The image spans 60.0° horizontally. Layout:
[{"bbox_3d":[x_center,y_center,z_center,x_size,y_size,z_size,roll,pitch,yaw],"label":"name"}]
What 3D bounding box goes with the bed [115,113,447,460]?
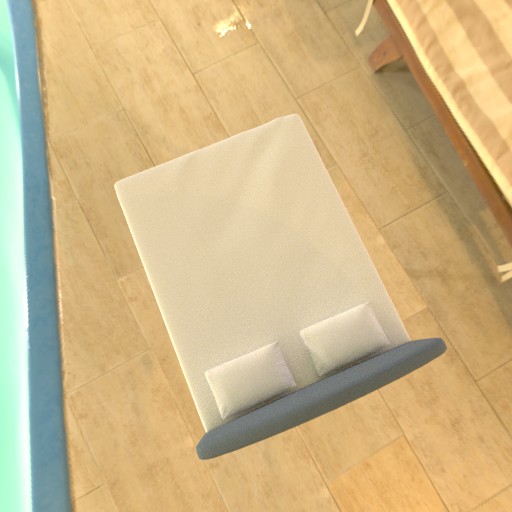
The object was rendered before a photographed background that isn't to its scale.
[{"bbox_3d":[0.000,0.000,3.023,1.607,1.410,2.005,-22,78,-5],"label":"bed"}]
